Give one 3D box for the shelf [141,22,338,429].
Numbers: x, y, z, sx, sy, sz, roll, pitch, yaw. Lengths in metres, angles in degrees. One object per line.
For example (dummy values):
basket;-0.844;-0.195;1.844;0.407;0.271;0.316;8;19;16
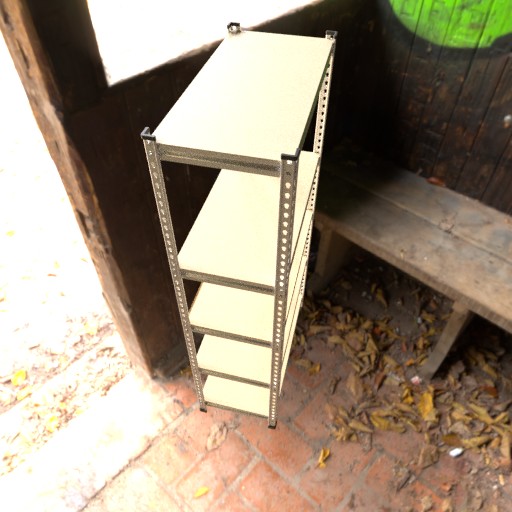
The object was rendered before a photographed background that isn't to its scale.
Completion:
shelf;0.000;0.000;2.195;0.457;1.829;0.914;10;48;10
